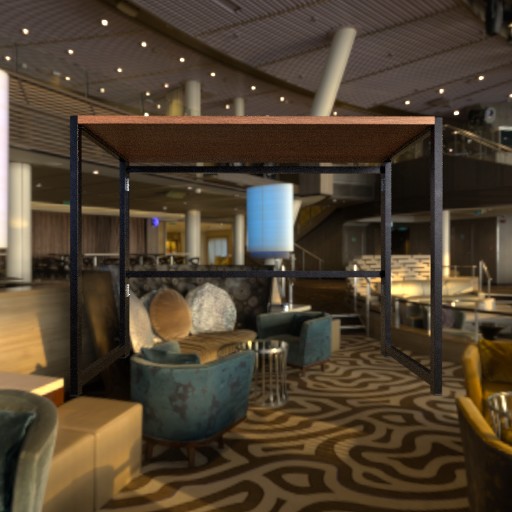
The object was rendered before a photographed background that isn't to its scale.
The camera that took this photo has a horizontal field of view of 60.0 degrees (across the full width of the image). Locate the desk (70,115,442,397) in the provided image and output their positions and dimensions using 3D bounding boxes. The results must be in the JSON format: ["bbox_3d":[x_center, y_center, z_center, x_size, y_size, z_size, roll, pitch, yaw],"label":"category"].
[{"bbox_3d":[0.000,0.000,1.457,1.016,0.762,0.508,0,0,0],"label":"desk"}]
